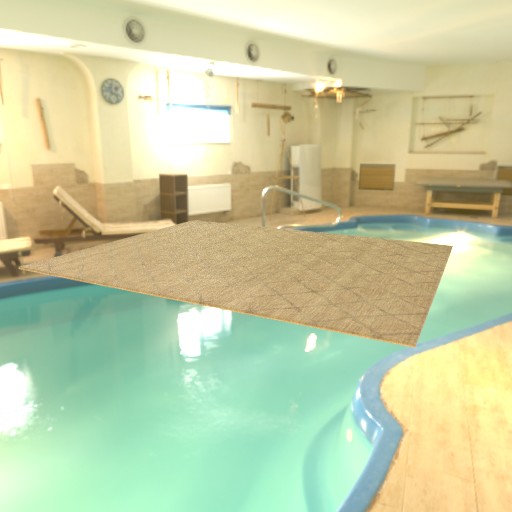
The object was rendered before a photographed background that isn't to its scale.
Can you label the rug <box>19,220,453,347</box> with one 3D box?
[{"bbox_3d":[0.000,0.000,3.917,3.038,0.019,2.420,7,16,26],"label":"rug"}]
